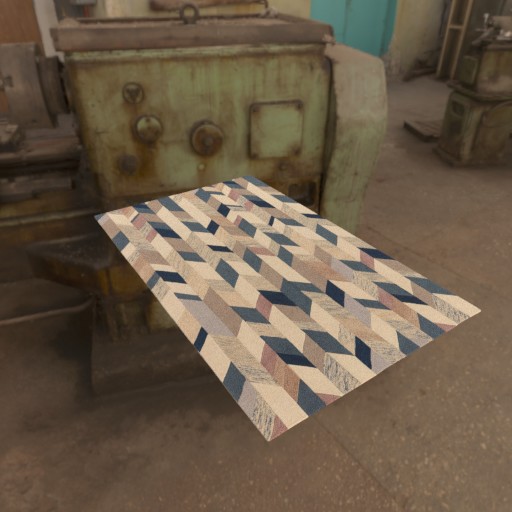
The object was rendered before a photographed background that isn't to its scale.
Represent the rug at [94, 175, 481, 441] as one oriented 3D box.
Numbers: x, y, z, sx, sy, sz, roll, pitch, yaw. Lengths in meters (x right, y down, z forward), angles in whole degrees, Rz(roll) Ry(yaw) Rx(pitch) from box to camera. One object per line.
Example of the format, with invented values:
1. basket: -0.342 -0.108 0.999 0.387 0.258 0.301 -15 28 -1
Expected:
1. rug: 0.000 0.000 3.048 1.513 0.008 2.423 -20 38 -28
